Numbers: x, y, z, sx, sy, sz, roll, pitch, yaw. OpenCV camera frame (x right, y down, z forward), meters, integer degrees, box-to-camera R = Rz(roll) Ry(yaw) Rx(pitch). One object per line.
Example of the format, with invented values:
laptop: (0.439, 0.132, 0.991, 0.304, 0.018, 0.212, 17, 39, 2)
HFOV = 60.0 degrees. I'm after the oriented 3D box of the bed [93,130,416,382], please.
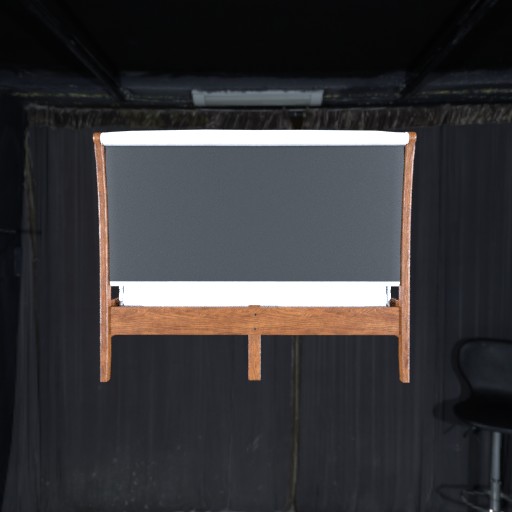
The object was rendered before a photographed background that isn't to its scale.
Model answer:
bed: (0.000, 0.000, 3.299, 1.612, 1.250, 2.380, 0, 1, 0)
